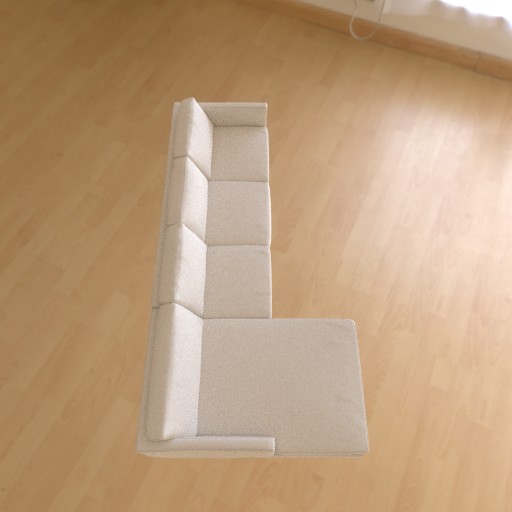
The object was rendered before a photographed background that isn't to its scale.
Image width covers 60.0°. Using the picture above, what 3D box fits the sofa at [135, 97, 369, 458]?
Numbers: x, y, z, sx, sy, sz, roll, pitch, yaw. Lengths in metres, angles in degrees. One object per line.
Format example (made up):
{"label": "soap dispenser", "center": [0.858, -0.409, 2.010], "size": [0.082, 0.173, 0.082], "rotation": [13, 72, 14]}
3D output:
{"label": "sofa", "center": [0.000, 0.000, 3.866], "size": [1.625, 0.846, 3.186], "rotation": [0, 62, 0]}
